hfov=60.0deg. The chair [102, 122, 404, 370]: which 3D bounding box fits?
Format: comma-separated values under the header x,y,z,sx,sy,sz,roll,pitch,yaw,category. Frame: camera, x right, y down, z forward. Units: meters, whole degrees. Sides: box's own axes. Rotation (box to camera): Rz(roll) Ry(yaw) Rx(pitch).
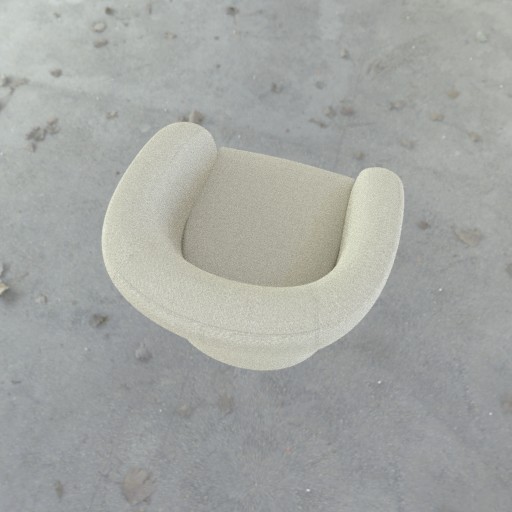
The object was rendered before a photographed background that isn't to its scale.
x,y,z,sx,sy,sz,roll,pitch,yaw,category
0.000,0.000,1.470,0.791,0.771,0.815,15,64,8,chair
